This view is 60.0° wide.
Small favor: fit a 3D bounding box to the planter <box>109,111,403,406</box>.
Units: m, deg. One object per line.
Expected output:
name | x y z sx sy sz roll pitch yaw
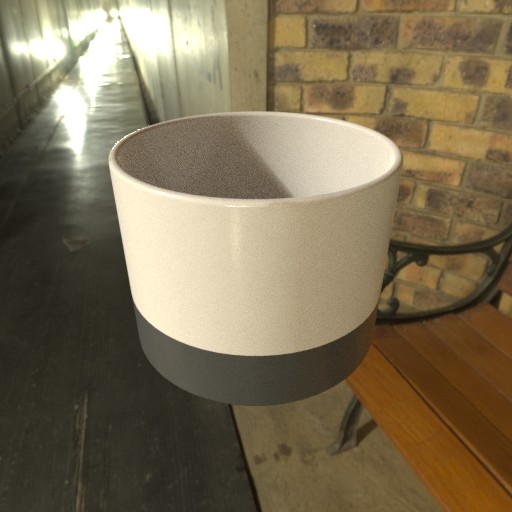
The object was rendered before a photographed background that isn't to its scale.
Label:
planter | 0.000 0.000 0.346 0.193 0.177 0.193 0 31 0
